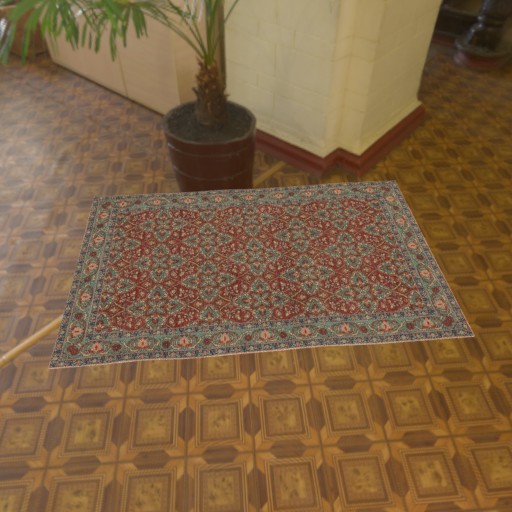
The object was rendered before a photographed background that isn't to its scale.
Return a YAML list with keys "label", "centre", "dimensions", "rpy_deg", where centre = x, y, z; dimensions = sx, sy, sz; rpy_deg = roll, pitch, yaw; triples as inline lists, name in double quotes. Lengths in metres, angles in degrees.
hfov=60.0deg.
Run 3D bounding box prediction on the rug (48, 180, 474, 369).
- label: "rug"
  centre: [0.000, 0.000, 3.051]
  dimensions: [2.439, 0.011, 1.533]
  rpy_deg: [-4, 46, -3]
